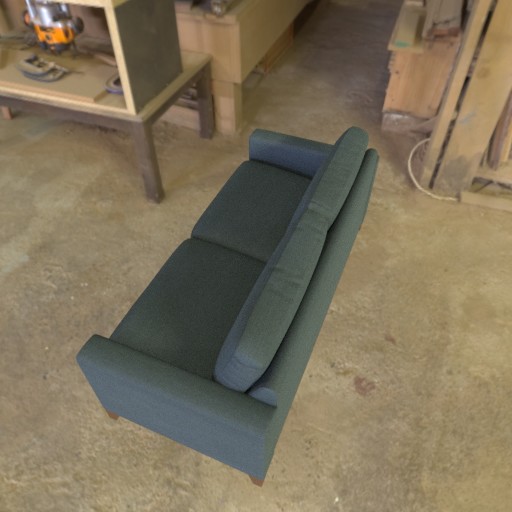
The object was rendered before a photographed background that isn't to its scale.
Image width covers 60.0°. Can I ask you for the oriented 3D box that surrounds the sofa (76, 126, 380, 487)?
[{"bbox_3d":[0.000,0.000,2.397,0.877,0.865,1.900,17,49,15],"label":"sofa"}]
